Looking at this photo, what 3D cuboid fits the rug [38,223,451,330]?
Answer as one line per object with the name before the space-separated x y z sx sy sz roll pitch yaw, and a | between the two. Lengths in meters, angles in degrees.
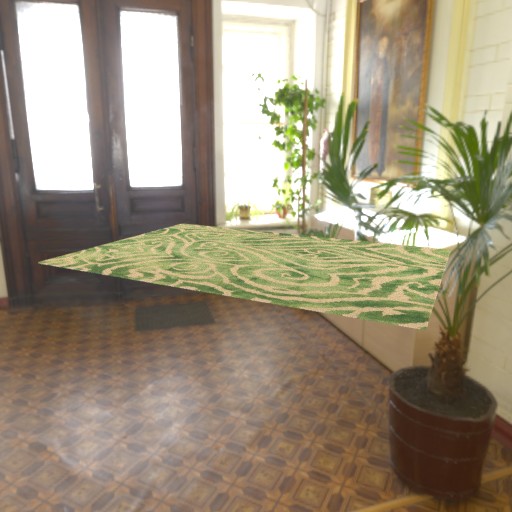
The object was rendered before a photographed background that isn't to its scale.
rug | 0.000 0.000 2.345 1.826 0.006 1.220 7 16 26
